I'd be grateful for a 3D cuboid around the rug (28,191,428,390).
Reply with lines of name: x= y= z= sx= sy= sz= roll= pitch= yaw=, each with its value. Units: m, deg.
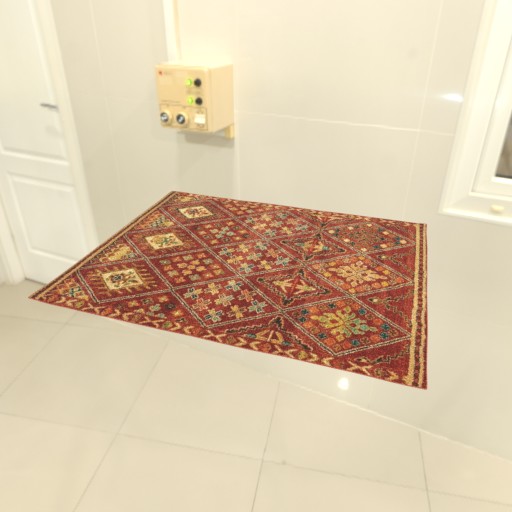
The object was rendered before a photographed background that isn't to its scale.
rug: x=0.000 y=0.000 z=4.198 sx=3.086 sy=0.030 sz=2.489 roll=9 pitch=31 yaw=16
